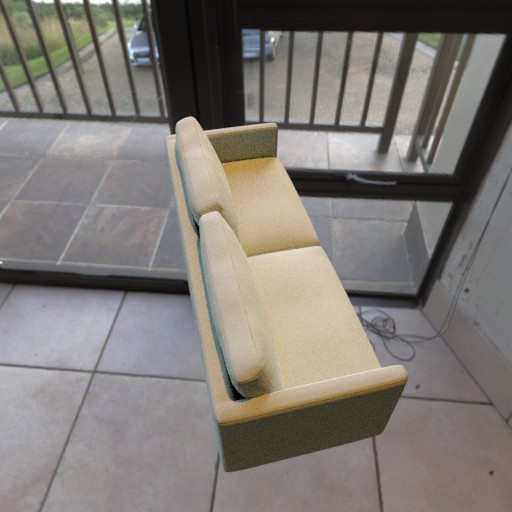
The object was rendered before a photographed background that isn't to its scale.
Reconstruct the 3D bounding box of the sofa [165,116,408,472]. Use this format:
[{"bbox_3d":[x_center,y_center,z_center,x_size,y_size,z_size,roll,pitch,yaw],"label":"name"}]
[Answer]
[{"bbox_3d":[0.000,0.000,2.989,0.948,0.965,2.434,-10,47,-9],"label":"sofa"}]
